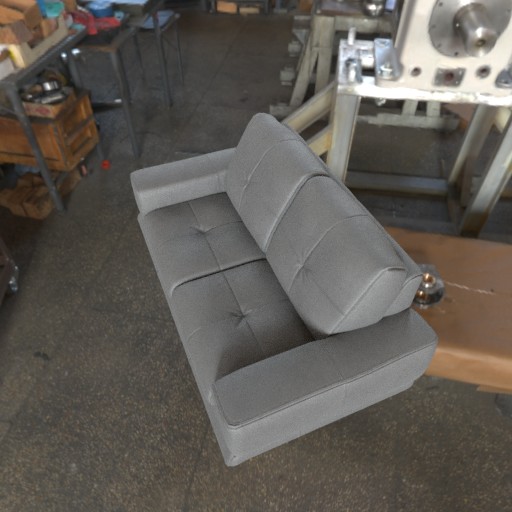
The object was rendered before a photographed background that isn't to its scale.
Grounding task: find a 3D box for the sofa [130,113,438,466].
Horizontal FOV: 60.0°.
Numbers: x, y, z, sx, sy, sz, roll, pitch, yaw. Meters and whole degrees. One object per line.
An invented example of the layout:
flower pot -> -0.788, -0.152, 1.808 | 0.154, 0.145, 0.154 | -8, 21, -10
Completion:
sofa -> 0.000, 0.000, 2.405 | 1.018, 0.907, 1.806 | -17, 49, -16
